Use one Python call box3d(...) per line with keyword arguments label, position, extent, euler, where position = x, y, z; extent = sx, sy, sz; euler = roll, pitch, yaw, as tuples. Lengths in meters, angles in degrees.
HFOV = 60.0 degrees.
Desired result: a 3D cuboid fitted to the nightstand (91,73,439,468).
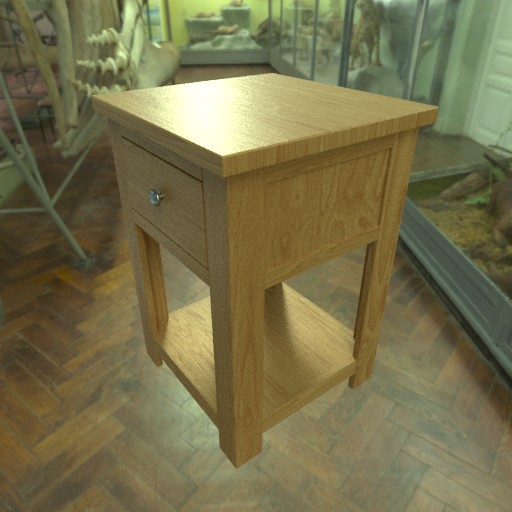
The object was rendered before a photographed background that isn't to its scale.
box3d(label="nightstand", position=(0.000, 0.000, 0.908), extent=(0.418, 0.614, 0.428), euler=(-21, 37, -31))
